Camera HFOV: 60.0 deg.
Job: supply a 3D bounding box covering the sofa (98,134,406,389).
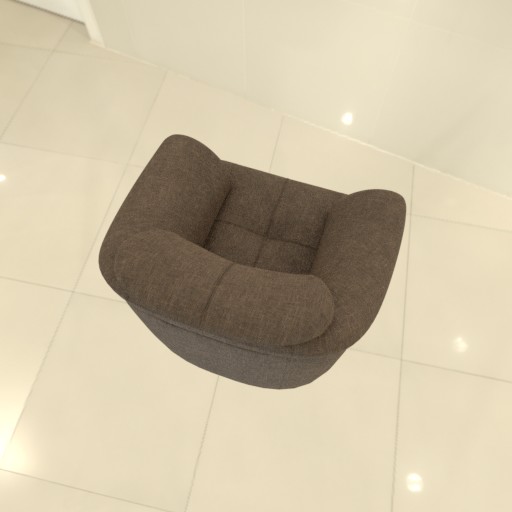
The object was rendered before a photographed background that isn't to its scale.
[{"bbox_3d":[0.000,0.000,1.514,0.870,0.811,0.794,17,65,8],"label":"sofa"}]
